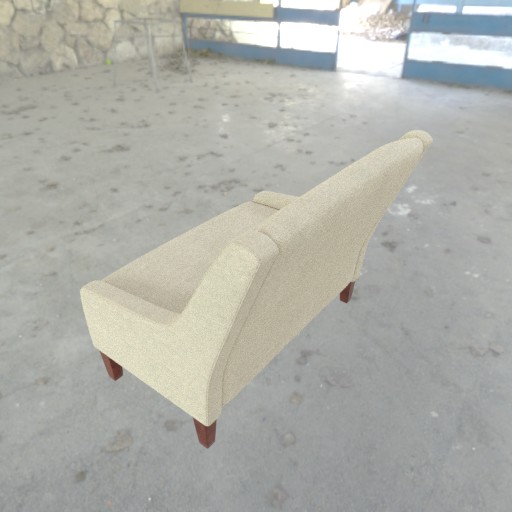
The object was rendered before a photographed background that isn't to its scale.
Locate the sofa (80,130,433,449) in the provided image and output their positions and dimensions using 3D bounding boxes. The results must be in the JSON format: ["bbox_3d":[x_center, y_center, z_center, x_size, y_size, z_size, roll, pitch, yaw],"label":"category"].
[{"bbox_3d":[0.000,0.000,1.913,0.946,0.976,1.212,22,38,31],"label":"sofa"}]
